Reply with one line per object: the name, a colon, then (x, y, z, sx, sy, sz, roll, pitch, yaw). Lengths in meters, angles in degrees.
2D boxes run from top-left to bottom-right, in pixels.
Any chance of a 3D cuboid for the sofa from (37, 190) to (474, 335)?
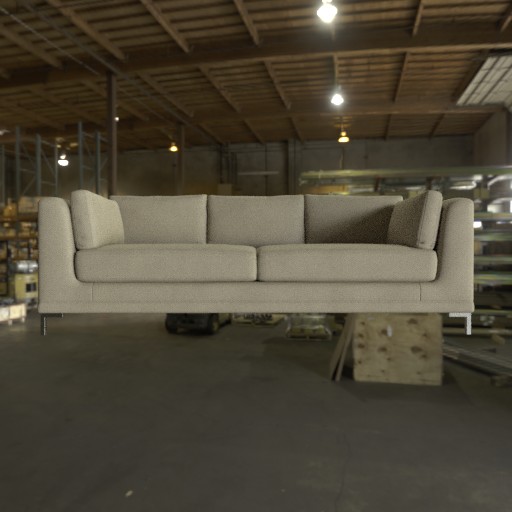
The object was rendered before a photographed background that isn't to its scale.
sofa: (0.000, 0.000, 2.903, 2.415, 0.867, 0.969, 0, 0, -1)
